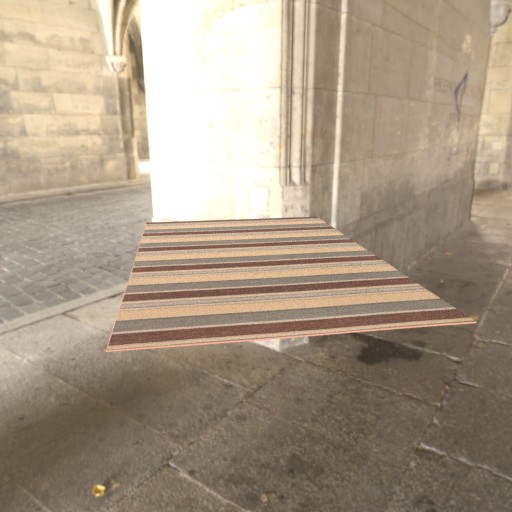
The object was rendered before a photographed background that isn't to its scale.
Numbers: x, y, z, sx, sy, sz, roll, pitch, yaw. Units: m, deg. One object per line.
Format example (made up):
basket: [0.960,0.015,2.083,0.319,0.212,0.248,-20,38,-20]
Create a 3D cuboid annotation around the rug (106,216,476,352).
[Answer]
rug: [0.000,0.000,2.279,1.219,0.008,1.829,-3,17,-9]
